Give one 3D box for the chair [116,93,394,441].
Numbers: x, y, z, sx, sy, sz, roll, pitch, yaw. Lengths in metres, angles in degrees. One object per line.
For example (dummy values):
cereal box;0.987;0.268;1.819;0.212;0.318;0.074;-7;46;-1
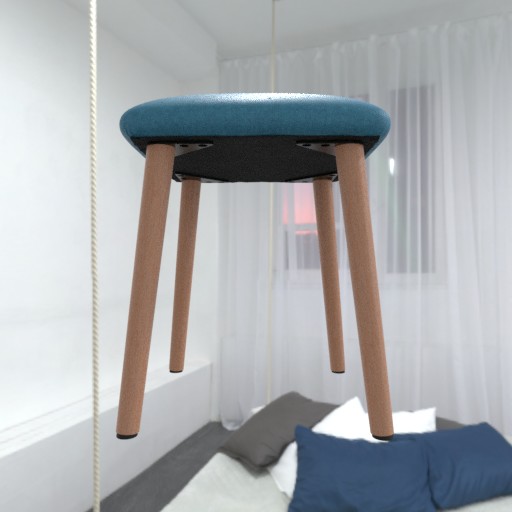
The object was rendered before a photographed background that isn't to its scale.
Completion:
chair;0.000;0.000;0.710;0.360;0.450;0.360;0;-1;1
